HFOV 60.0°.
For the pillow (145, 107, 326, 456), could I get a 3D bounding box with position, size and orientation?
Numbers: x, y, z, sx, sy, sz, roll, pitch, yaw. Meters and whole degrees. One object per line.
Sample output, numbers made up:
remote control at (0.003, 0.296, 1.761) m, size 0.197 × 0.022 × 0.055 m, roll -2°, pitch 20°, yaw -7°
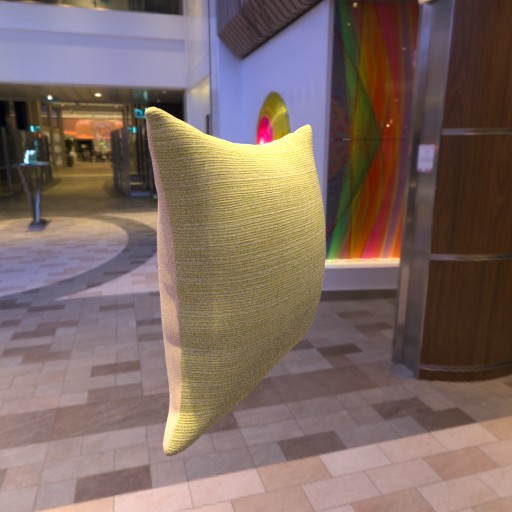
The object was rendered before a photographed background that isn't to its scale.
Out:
pillow at (0.000, 0.000, 0.817) m, size 0.229 × 0.487 × 0.560 m, roll 7°, pitch 15°, yaw 26°
